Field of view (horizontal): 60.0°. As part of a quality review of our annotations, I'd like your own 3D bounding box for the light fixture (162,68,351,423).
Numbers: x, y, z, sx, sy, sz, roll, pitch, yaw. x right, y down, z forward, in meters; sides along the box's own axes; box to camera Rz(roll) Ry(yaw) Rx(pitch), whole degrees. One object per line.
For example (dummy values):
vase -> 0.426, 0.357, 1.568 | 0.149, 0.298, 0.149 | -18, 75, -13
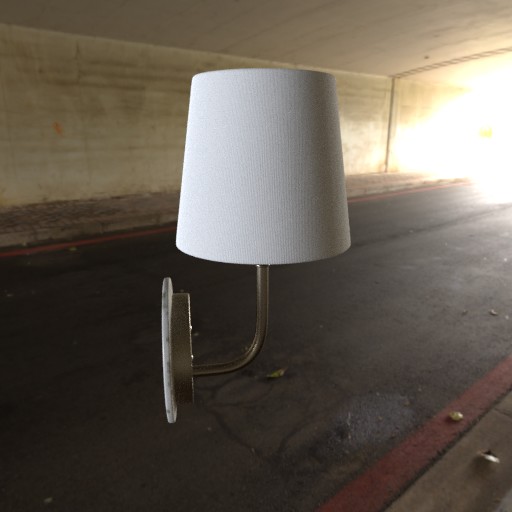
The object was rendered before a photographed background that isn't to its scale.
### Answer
light fixture -> 0.000, 0.000, 0.449 | 0.188, 0.337, 0.168 | -2, 15, -9
